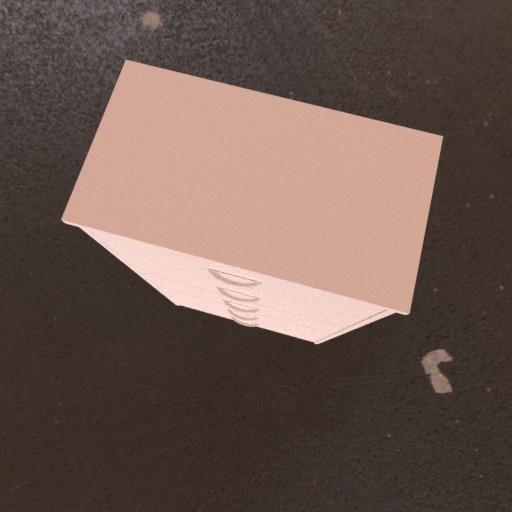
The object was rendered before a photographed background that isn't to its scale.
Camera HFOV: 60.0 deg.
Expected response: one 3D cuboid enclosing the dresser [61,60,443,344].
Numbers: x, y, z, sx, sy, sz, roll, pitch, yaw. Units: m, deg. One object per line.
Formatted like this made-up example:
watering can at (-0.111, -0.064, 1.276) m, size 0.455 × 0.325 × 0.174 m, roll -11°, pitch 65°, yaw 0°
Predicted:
dresser at (0.000, 0.000, 1.512) m, size 0.704 × 1.255 × 0.399 m, roll 15°, pitch 76°, yaw 4°
